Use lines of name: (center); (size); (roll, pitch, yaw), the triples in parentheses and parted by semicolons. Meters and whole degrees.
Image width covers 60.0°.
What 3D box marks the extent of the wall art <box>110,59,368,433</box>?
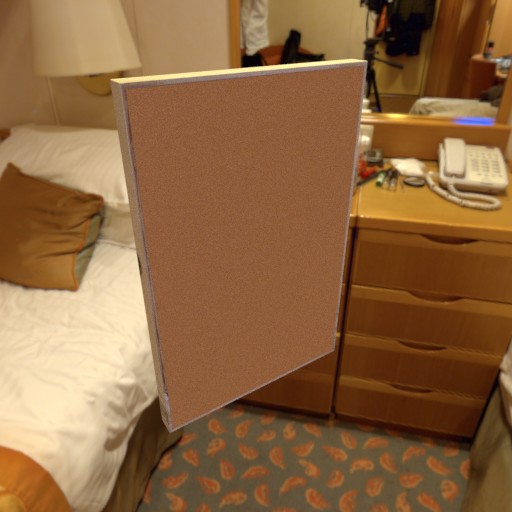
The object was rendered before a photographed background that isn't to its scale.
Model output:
wall art: (0.000, 0.000, 0.775); (0.403, 0.607, 0.036); (-18, 35, -29)
